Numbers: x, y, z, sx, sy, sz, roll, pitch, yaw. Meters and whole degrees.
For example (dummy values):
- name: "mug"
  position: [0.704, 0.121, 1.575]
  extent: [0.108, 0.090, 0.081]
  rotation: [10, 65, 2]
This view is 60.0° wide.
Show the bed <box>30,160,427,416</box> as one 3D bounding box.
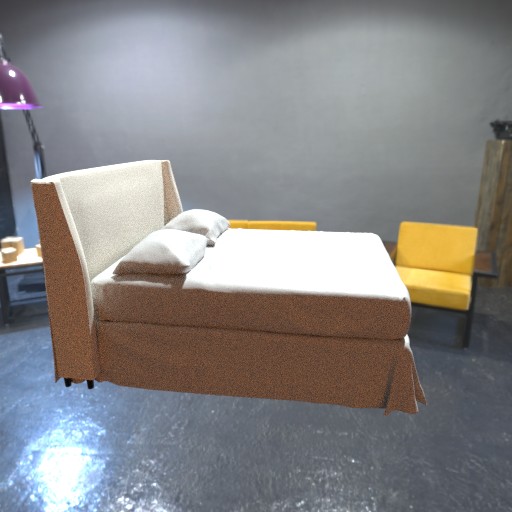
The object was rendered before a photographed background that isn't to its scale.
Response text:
- name: "bed"
  position: [0.000, 0.000, 3.361]
  extent: [2.276, 1.332, 1.925]
  rotation: [2, 16, 9]
